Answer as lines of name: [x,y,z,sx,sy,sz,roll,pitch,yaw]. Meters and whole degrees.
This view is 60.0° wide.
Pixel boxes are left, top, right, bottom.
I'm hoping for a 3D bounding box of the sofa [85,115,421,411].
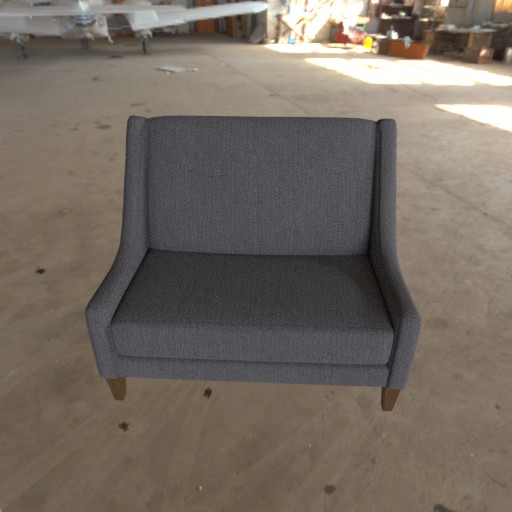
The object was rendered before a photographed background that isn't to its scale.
sofa: [0.000,0.000,1.932,1.242,1.022,0.873,1,31,2]
